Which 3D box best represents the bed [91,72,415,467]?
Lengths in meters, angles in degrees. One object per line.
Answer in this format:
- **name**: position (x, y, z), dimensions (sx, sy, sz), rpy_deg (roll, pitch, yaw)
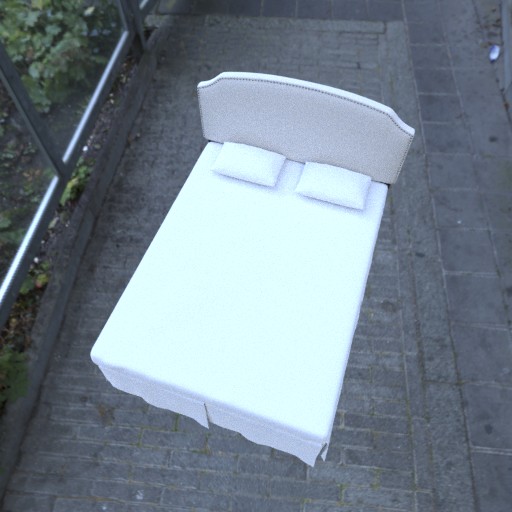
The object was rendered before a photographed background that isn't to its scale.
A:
- **bed**: position (0.000, 0.000, 2.893), dimensions (1.558, 1.270, 1.999), rpy_deg (16, 59, 10)
